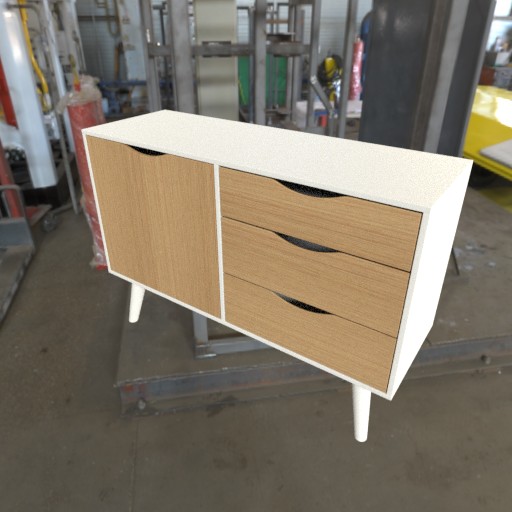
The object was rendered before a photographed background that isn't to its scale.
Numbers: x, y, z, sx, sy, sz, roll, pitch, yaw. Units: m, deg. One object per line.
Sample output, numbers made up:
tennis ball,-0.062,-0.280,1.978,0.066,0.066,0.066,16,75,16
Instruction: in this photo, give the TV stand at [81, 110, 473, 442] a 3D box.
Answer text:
TV stand,0.000,0.000,1.586,1.193,0.812,0.406,19,35,30
